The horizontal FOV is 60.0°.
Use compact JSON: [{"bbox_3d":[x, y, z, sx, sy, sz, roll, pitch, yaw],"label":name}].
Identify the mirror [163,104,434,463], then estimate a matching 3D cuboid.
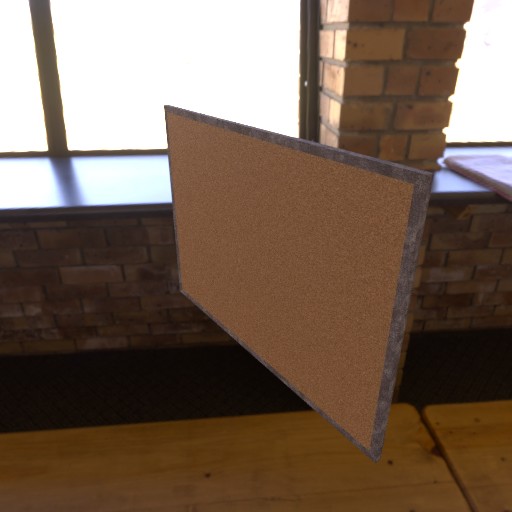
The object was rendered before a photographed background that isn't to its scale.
[{"bbox_3d":[0.000,0.000,1.409,0.022,0.795,1.101,-19,32,-32],"label":"mirror"}]
